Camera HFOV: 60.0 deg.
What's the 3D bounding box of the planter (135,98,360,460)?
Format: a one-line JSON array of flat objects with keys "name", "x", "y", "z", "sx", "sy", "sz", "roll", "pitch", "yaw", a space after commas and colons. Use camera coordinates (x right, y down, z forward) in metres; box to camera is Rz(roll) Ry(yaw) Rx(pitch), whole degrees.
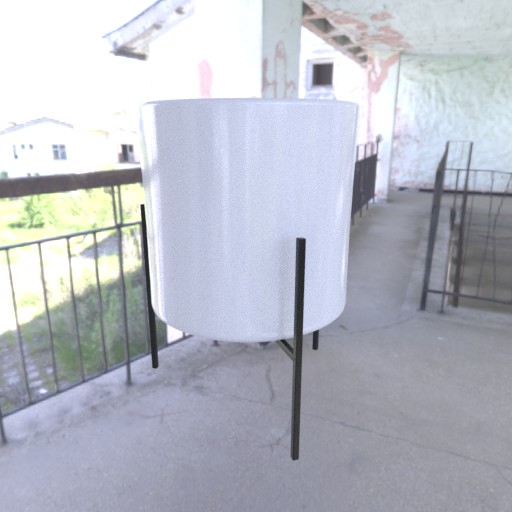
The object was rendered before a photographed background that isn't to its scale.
[{"name": "planter", "x": 0.000, "y": 0.000, "z": 0.742, "sx": 0.360, "sy": 0.480, "sz": 0.361, "roll": 16, "pitch": 22, "yaw": 42}]
